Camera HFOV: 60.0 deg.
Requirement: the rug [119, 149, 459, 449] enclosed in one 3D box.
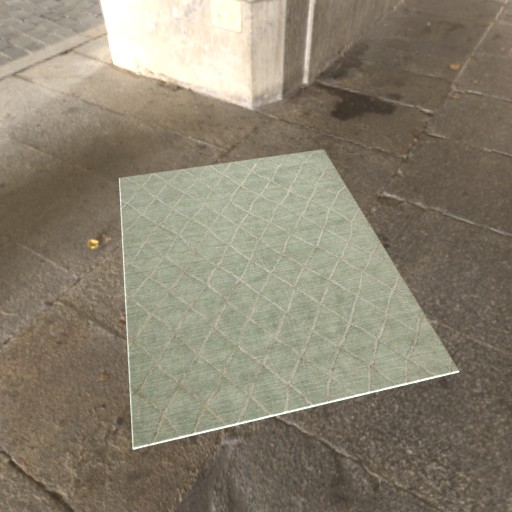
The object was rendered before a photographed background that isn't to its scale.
[{"bbox_3d":[0.000,0.000,4.151,2.420,0.019,3.039,-10,48,-9],"label":"rug"}]
